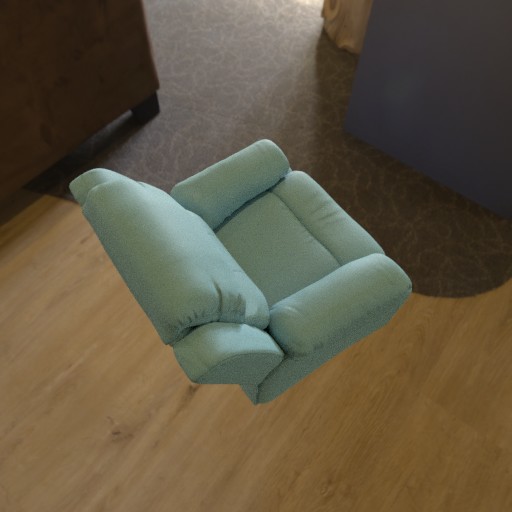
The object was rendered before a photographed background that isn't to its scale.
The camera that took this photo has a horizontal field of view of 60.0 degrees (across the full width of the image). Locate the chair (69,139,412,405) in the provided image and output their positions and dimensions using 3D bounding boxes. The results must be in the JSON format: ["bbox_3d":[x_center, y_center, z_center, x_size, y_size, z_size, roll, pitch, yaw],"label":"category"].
[{"bbox_3d":[0.000,0.000,1.270,0.709,0.702,0.680,-31,63,-18],"label":"chair"}]
